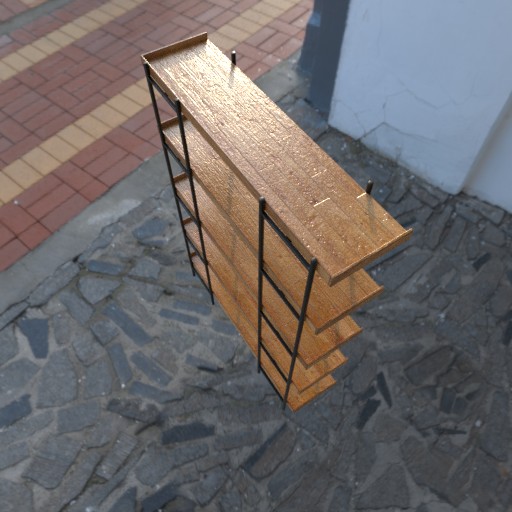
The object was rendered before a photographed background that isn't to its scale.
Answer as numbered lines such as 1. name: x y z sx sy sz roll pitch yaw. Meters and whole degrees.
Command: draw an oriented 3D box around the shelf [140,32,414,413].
1. shelf: 0.000 0.000 2.467 0.379 1.826 1.371 -29 62 -17
